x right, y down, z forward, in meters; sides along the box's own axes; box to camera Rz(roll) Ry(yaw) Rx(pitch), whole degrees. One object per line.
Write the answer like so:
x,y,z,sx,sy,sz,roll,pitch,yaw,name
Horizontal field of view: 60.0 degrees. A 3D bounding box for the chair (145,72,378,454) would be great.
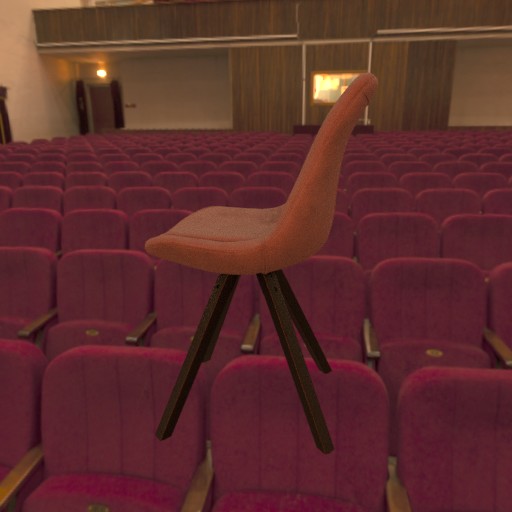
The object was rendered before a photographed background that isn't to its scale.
0.000,0.000,1.173,0.547,0.865,0.483,2,16,8,chair
